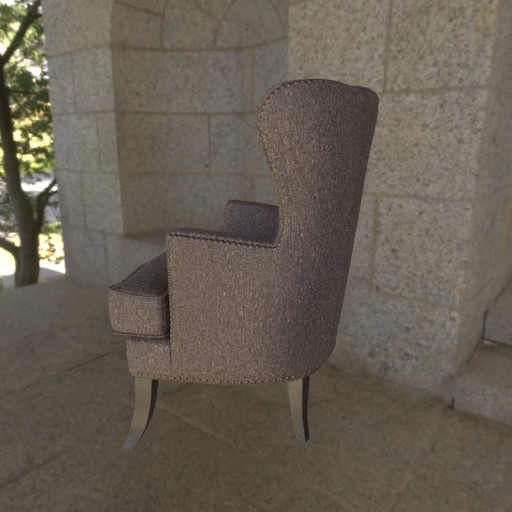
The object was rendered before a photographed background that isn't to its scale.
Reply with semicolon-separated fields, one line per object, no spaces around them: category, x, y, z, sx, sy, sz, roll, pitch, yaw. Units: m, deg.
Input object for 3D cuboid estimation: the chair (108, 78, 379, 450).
chair;0.000;0.000;1.532;0.758;1.060;0.759;2;14;9
